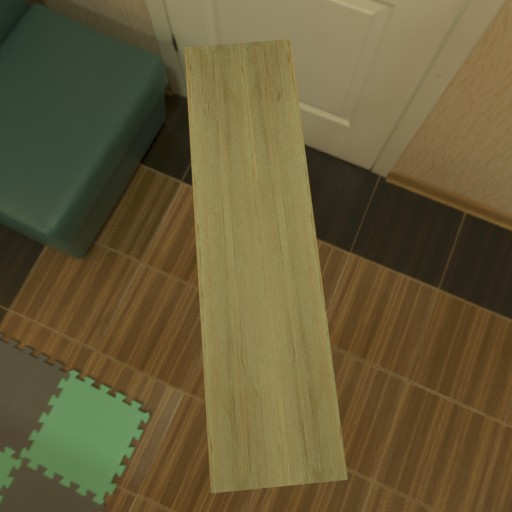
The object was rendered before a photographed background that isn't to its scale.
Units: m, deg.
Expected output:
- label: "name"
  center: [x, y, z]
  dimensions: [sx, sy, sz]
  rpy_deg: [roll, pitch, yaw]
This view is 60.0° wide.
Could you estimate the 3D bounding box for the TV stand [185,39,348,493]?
- label: "TV stand"
  center: [0.000, 0.000, 1.817]
  dimensions: [0.420, 0.550, 1.600]
  rpy_deg: [-5, 76, -1]
